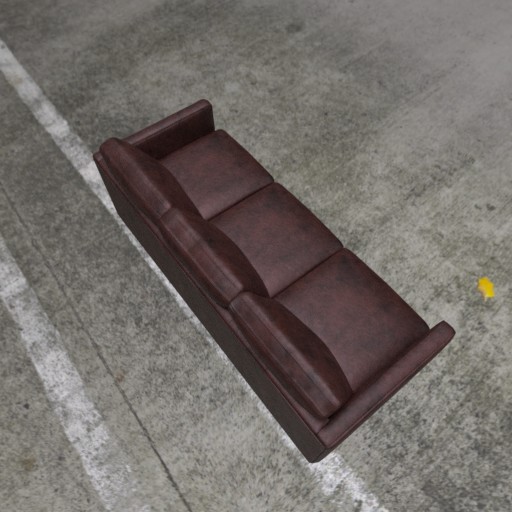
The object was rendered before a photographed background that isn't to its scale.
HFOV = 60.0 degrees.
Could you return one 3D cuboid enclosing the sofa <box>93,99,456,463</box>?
[{"bbox_3d":[0.000,0.000,3.045,1.045,1.006,2.464,-34,64,-19],"label":"sofa"}]
